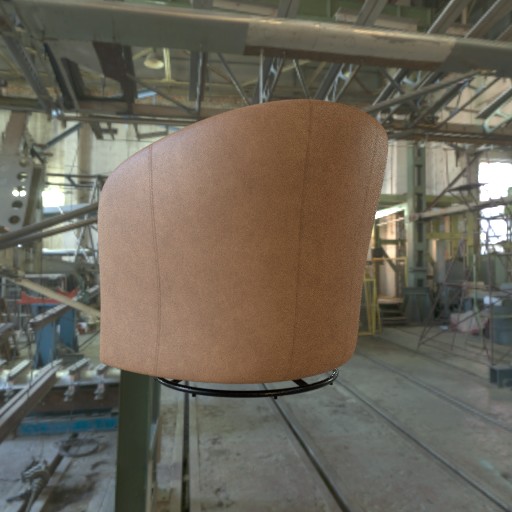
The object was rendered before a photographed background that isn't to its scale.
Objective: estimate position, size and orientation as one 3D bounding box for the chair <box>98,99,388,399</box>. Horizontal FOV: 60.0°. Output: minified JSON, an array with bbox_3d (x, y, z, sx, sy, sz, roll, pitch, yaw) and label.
[{"bbox_3d":[0.000,0.000,1.441,0.815,0.771,0.791,-1,-1,36],"label":"chair"}]
